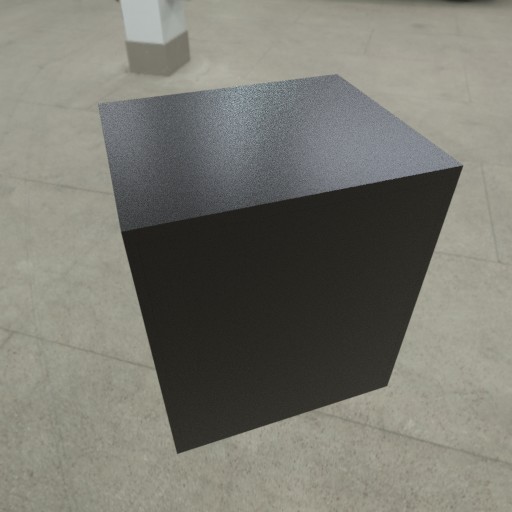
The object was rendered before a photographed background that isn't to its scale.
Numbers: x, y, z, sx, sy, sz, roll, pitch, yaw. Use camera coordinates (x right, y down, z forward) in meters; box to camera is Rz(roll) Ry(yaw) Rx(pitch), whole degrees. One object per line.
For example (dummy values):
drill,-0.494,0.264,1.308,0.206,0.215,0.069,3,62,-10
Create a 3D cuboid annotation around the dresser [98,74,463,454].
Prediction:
dresser,0.000,0.000,0.762,0.400,0.470,0.360,-13,43,-14
